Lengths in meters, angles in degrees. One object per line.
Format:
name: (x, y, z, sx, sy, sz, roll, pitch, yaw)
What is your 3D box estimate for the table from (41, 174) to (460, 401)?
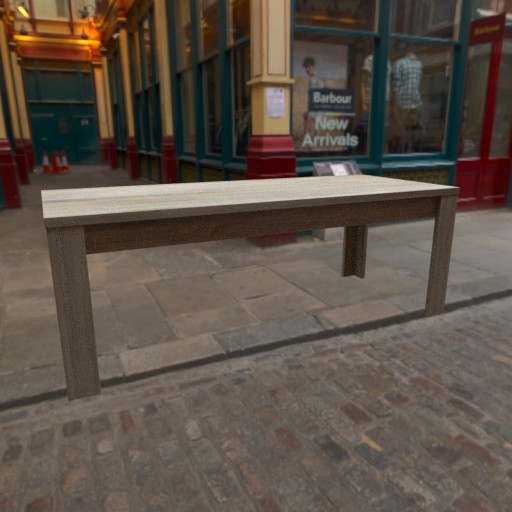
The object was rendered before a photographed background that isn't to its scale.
table: (0.000, 0.000, 2.621, 2.200, 0.790, 0.900, -7, 17, -25)
